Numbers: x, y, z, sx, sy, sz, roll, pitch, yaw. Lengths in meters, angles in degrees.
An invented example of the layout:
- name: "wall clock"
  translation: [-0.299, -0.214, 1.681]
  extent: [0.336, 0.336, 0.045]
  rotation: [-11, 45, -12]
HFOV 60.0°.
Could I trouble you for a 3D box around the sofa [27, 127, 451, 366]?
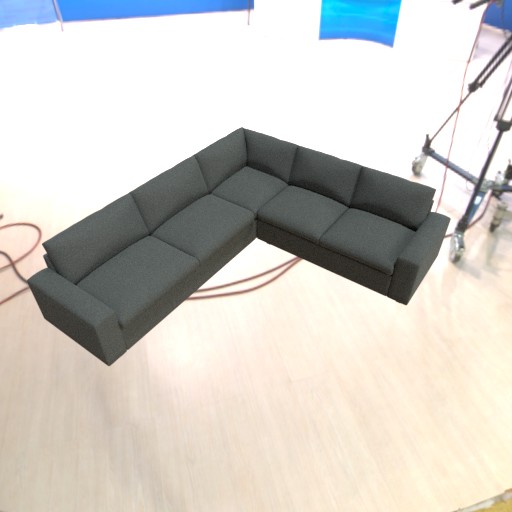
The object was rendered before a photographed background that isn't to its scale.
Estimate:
- name: "sofa"
  translation: [0.000, 0.000, 4.544]
  extent: [2.895, 0.965, 3.277]
  rotation: [25, 47, 26]
